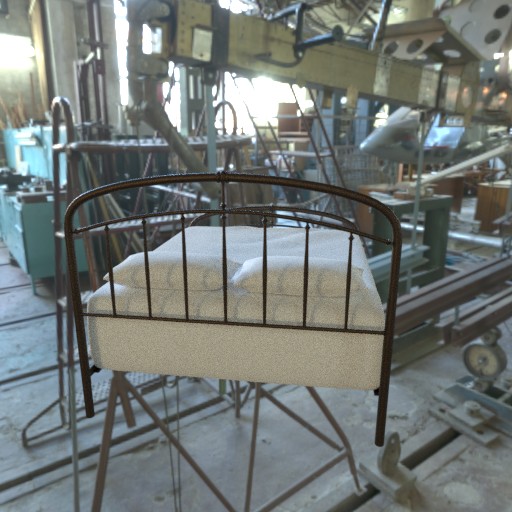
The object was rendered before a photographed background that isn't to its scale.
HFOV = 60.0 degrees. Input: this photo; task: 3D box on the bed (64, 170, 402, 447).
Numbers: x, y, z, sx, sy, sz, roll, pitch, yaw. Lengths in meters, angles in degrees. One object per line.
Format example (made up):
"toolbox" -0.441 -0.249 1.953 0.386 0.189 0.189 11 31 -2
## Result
"bed" 0.000 0.000 3.296 1.711 1.425 2.180 2 16 8
